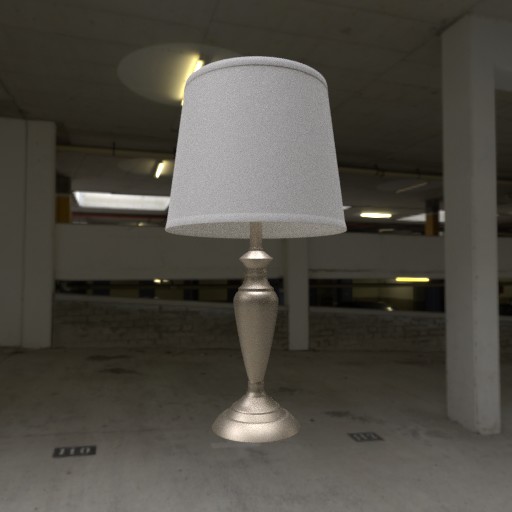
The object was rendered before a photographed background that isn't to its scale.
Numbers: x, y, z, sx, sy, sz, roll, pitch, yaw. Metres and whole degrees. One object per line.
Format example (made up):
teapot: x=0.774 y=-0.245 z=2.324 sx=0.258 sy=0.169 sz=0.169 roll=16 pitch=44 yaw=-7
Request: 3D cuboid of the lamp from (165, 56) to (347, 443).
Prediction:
lamp: x=0.000 y=0.000 z=0.816 sx=0.328 sy=0.619 sz=0.328 roll=0 pitch=-2 yaw=0
